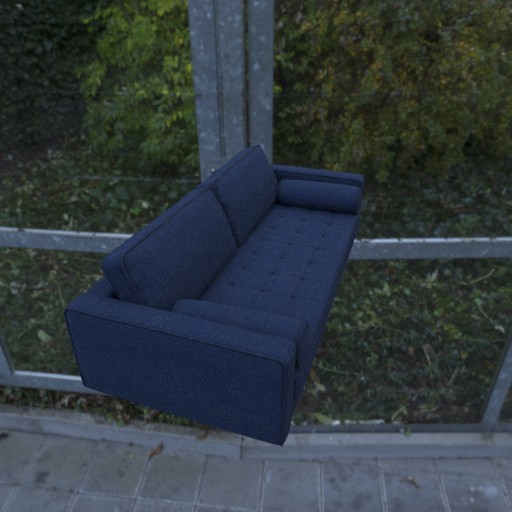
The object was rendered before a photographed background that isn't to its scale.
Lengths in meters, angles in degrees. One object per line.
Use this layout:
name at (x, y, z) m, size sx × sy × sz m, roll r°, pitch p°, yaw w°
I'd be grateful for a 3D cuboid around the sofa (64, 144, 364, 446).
sofa at (0.000, 0.000, 2.401) m, size 0.914 × 0.762 × 1.880 m, roll 10°, pitch 32°, yaw 17°
